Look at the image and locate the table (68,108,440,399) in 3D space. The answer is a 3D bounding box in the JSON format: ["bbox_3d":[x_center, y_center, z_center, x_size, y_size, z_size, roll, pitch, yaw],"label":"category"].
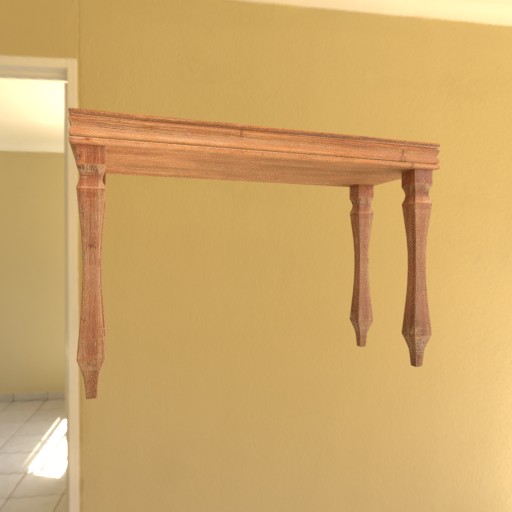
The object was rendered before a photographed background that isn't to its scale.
[{"bbox_3d":[0.000,0.000,1.753,1.330,0.873,0.522,0,0,-19],"label":"table"}]
